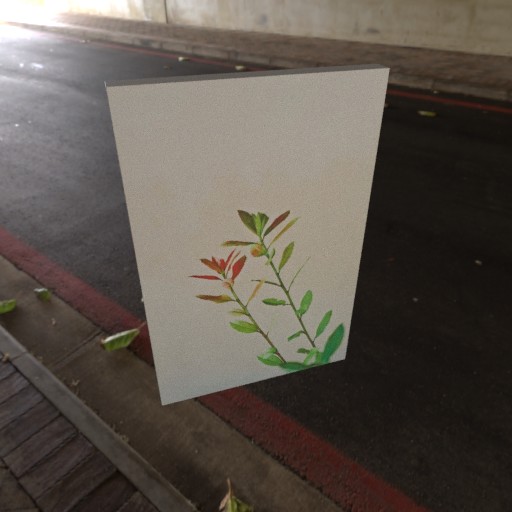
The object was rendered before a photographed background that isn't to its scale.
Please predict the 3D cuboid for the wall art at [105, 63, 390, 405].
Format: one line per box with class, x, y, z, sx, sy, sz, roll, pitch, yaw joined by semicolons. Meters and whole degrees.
wall art;0.000;0.000;0.790;0.408;0.611;0.038;-10;34;-15
